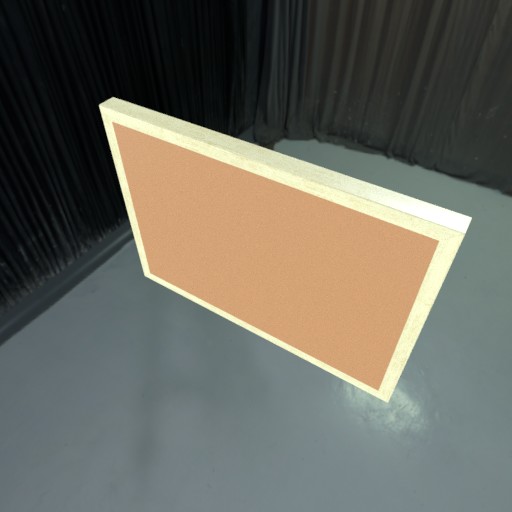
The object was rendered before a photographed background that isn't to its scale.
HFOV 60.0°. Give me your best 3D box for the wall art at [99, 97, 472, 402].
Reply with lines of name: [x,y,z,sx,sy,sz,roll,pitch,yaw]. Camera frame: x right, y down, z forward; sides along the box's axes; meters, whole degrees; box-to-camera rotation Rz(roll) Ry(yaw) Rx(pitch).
wall art: [0.000,0.000,0.706,0.533,0.381,0.032,24,50,22]
